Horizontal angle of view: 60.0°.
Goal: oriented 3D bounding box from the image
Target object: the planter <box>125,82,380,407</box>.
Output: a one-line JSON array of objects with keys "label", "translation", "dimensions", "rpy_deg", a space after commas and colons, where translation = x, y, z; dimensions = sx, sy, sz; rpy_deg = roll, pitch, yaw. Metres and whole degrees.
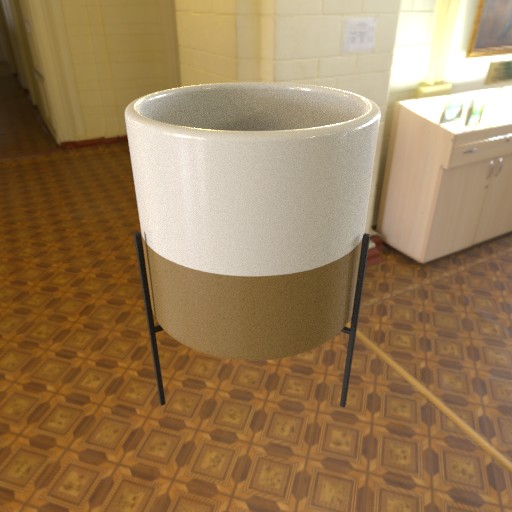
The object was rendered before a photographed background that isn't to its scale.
[{"label": "planter", "translation": [0.000, 0.000, 0.643], "dimensions": [0.310, 0.432, 0.310], "rpy_deg": [8, 31, 14]}]
